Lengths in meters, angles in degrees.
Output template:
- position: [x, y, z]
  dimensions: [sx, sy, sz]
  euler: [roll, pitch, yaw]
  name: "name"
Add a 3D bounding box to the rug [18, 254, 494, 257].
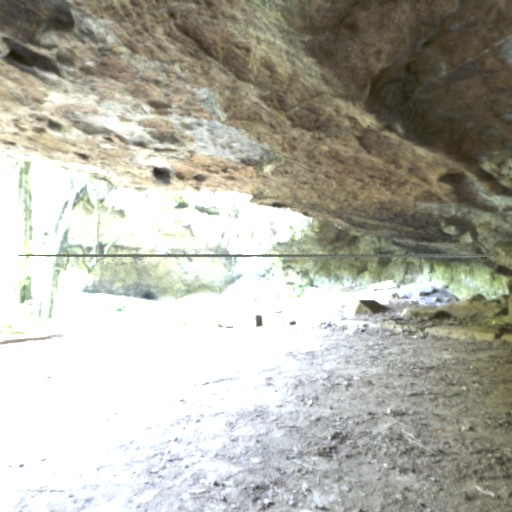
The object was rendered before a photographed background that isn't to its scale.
- position: [0.000, 0.000, 1.970]
  dimensions: [1.824, 0.009, 0.562]
  euler: [0, -1, 0]
  name: "rug"
